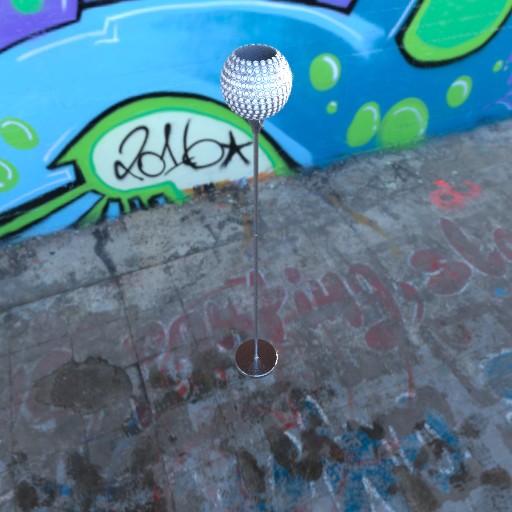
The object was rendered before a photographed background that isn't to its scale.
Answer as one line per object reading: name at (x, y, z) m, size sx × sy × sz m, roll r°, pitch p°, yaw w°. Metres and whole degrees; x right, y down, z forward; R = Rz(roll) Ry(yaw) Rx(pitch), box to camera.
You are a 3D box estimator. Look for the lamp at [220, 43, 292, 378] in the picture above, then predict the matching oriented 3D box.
lamp at (0.000, 0.000, 2.003) m, size 0.254 × 1.805 × 0.254 m, roll 0°, pitch 47°, yaw 0°
